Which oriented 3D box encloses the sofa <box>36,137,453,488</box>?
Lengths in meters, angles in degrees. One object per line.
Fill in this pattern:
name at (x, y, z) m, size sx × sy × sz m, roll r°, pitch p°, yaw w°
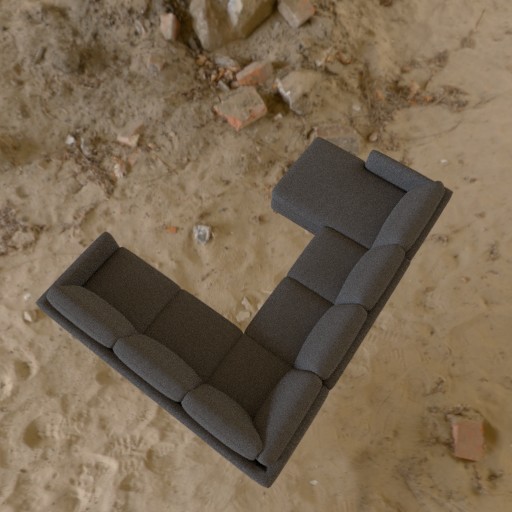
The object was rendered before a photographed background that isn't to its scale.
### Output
sofa at (0.000, 0.000, 4.372) m, size 2.551 × 0.853 × 3.238 m, roll 33°, pitch 70°, yaw 14°
